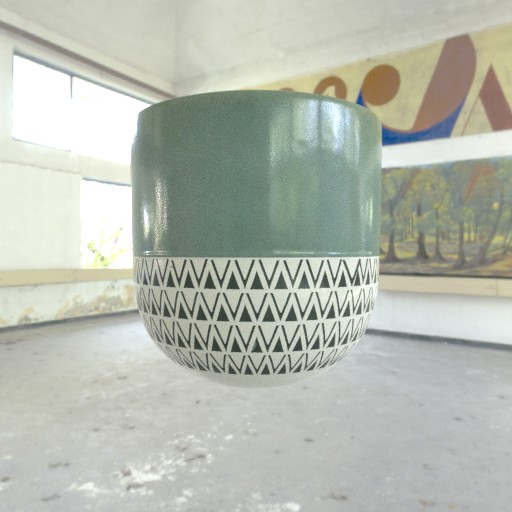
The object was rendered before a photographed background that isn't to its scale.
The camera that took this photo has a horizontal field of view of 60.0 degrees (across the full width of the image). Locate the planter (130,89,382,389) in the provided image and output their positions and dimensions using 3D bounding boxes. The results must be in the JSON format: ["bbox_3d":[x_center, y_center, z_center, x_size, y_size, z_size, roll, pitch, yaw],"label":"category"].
[{"bbox_3d":[0.000,0.000,0.488,0.266,0.270,0.266,0,1,0],"label":"planter"}]
